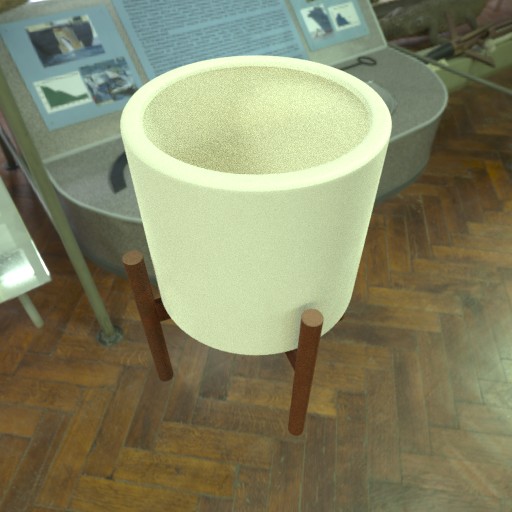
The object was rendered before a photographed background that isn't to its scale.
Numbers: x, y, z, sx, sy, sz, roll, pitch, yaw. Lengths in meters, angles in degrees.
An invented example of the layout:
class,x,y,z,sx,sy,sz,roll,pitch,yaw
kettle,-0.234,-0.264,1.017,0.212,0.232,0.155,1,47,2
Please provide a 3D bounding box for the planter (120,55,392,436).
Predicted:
class,x,y,z,sx,sy,sz,roll,pitch,yaw
planter,0.000,0.000,0.498,0.224,0.358,0.224,17,48,16
